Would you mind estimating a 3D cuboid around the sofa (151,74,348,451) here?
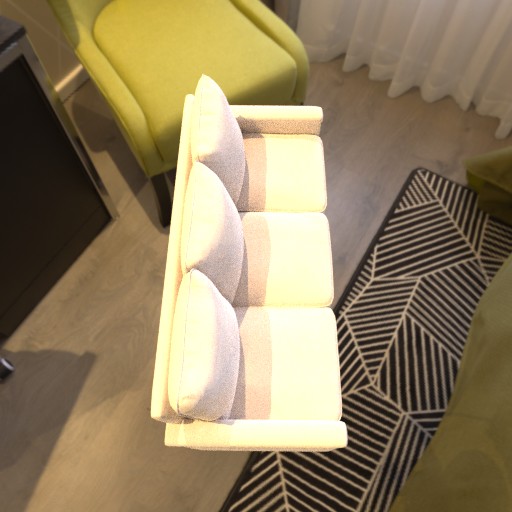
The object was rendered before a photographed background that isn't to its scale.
[{"bbox_3d":[0.000,0.000,2.408,0.828,0.961,1.925,1,63,0],"label":"sofa"}]
